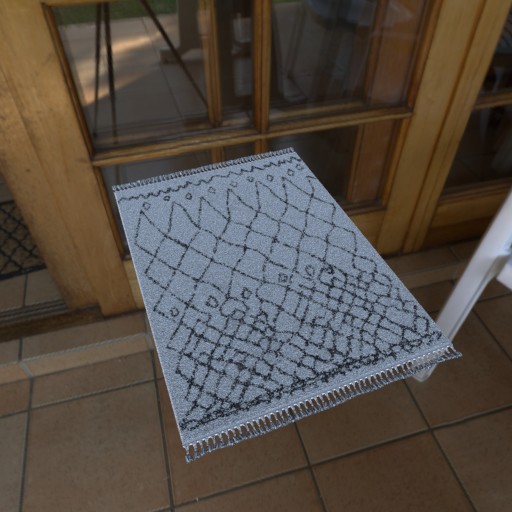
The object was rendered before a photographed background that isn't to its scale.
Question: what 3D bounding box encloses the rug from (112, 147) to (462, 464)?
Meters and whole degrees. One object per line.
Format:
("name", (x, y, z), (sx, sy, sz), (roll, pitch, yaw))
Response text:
("rug", (0.000, 0.000, 3.052), (1.613, 0.017, 2.312), (-16, 48, -15))
